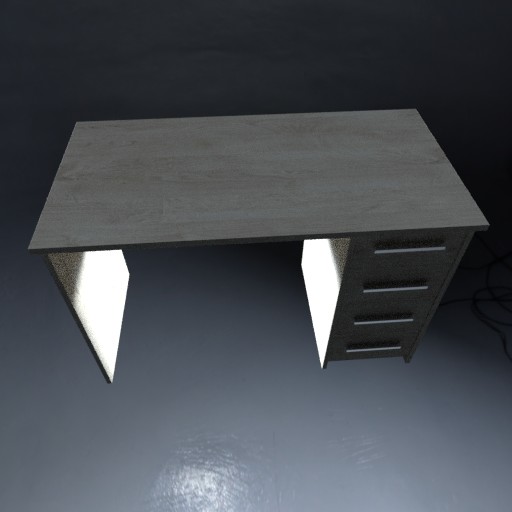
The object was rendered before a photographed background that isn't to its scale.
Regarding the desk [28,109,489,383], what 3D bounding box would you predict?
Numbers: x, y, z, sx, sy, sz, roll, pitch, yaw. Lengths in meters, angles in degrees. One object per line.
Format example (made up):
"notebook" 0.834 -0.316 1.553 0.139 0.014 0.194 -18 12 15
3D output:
"desk" 0.000 0.000 1.503 1.096 0.730 0.560 -3 47 -3
